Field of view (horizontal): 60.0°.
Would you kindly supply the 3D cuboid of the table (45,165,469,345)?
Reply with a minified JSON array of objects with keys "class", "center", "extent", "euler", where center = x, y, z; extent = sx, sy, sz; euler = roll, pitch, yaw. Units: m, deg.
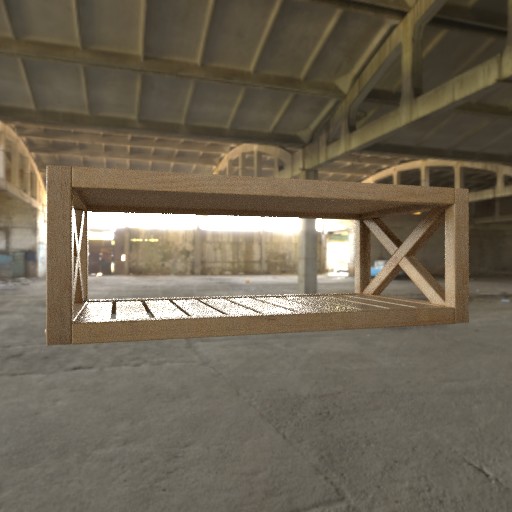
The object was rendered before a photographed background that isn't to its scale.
[{"class":"table","center":[0.000,0.000,1.622],"extent":[1.321,0.457,0.660],"euler":[0,0,-17]}]
